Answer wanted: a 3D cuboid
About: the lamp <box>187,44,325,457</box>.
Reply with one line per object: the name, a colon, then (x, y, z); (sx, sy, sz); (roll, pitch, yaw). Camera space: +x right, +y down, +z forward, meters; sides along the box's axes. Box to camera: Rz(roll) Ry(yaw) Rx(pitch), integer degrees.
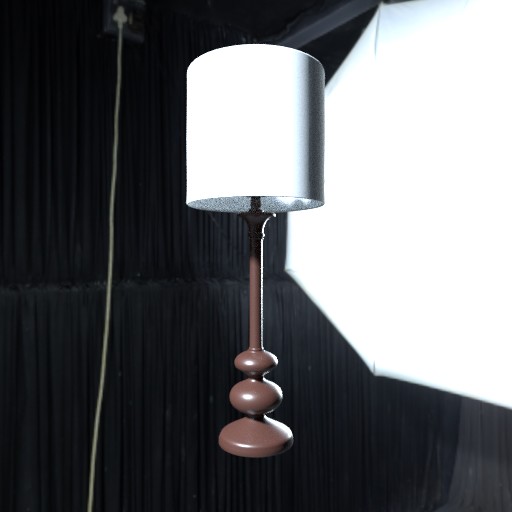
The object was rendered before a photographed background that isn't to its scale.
lamp: (0.000, 0.000, 0.824); (0.254, 0.690, 0.254); (0, 0, -36)
